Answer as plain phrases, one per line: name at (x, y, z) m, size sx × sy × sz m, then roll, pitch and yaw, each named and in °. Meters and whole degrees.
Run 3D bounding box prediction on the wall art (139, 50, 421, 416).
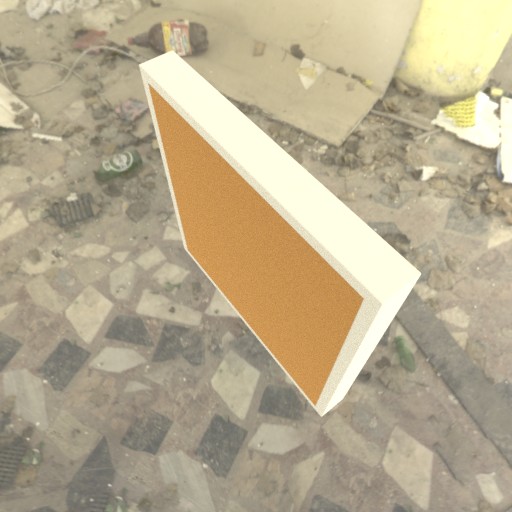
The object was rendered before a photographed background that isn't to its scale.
wall art at (0.000, 0.000, 0.474) m, size 0.037 × 0.305 × 0.305 m, roll -33°, pitch 63°, yaw -19°
